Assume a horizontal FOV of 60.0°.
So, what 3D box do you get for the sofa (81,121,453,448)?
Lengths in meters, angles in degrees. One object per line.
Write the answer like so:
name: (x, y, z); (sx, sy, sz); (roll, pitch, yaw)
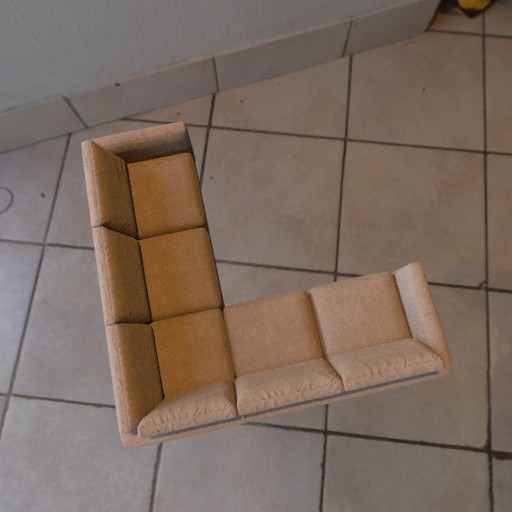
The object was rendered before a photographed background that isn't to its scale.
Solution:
sofa: (0.000, 0.000, 3.606); (2.438, 0.864, 2.438); (-12, 76, -3)
